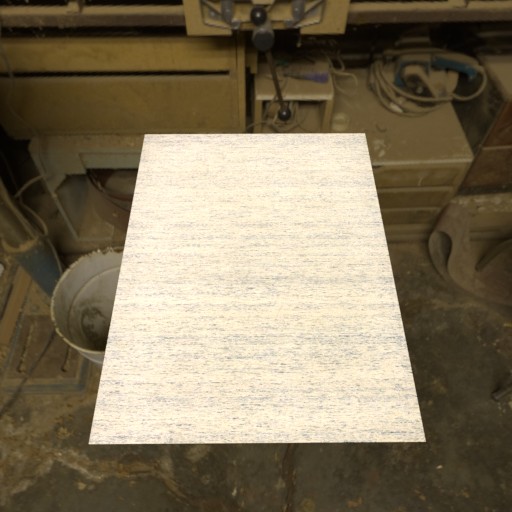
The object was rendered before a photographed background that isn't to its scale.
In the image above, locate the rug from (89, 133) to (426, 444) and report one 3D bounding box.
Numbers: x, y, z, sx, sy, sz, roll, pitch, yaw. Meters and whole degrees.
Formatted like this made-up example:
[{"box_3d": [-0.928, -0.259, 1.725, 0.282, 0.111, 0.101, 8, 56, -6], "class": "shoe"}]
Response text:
[{"box_3d": [0.000, 0.000, 4.061, 2.438, 0.006, 3.197, 0, 58, 0], "class": "rug"}]
